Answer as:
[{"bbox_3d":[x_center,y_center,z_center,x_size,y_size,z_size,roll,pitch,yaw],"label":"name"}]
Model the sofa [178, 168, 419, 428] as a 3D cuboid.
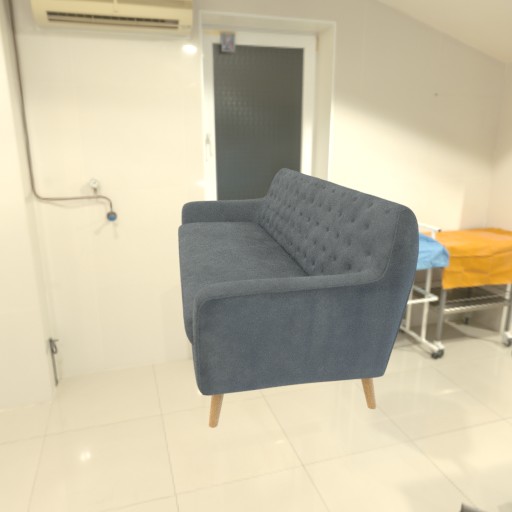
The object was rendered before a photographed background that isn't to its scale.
[{"bbox_3d":[0.000,0.000,2.464,0.841,0.832,1.975,-3,16,-10],"label":"sofa"}]
